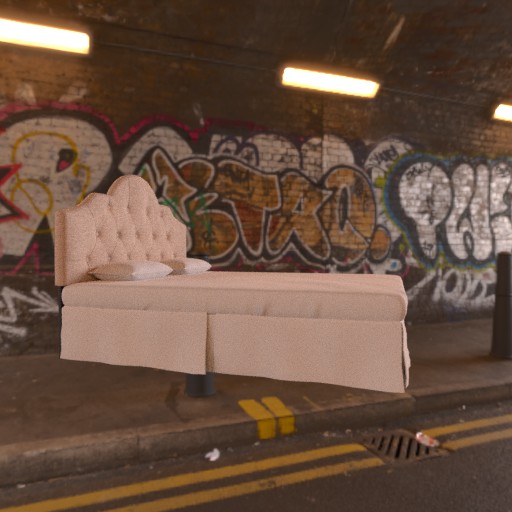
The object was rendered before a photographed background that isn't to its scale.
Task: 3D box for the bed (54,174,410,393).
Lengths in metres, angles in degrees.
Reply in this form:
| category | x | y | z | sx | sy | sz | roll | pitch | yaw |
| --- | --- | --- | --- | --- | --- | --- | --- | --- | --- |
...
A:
| category | x | y | z | sx | sy | sz | roll | pitch | yaw |
| --- | --- | --- | --- | --- | --- | --- | --- | --- | --- |
| bed | 0.000 | 0.000 | 3.021 | 1.970 | 1.194 | 1.667 | 0 | 1 | 17 |
